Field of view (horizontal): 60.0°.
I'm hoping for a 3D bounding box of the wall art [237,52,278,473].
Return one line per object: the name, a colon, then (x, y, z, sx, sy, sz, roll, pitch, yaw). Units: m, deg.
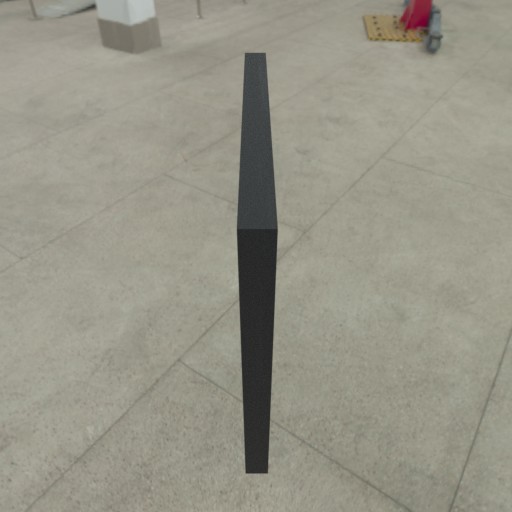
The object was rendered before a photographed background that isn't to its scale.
wall art: (0.000, 0.000, 0.755, 0.037, 0.507, 0.509, 0, 41, 0)
